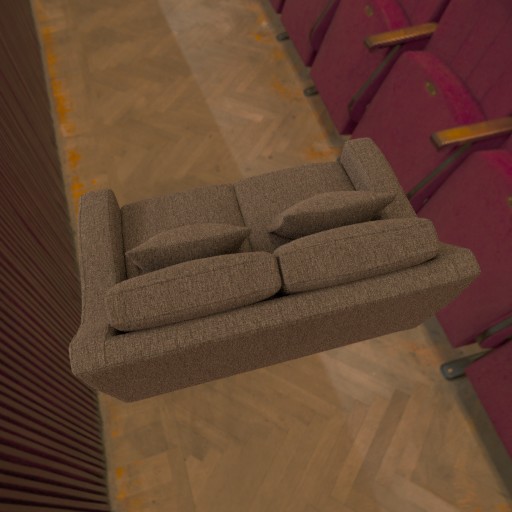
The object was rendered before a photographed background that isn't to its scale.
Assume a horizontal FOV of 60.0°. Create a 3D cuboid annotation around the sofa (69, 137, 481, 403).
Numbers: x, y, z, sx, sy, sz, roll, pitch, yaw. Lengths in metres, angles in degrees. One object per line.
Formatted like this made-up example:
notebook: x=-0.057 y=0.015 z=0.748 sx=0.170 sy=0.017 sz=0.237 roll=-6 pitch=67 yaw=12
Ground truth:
sofa: x=0.000 y=0.000 z=2.360 sx=1.778 sy=0.991 sz=1.120 roll=-13 pitch=59 yaw=-8
